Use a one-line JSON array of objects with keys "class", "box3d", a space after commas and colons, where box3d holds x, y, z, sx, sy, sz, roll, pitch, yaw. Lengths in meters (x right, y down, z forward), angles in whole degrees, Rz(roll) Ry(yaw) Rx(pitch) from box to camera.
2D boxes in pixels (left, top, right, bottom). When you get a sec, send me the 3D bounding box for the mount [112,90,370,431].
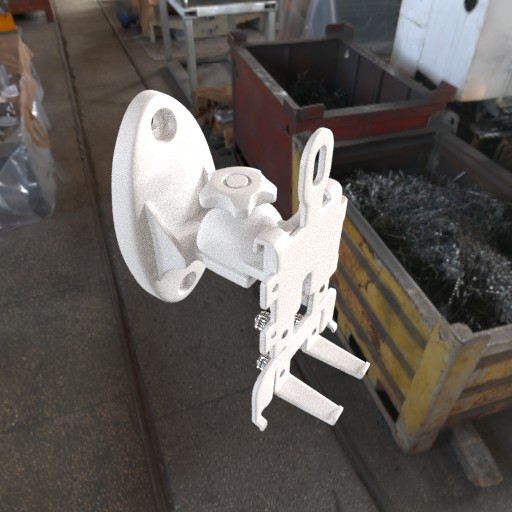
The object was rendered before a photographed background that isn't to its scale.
[{"class": "mount", "box3d": [0.000, 0.000, 0.174, 0.100, 0.118, 0.066, 25, 47, 25]}]
